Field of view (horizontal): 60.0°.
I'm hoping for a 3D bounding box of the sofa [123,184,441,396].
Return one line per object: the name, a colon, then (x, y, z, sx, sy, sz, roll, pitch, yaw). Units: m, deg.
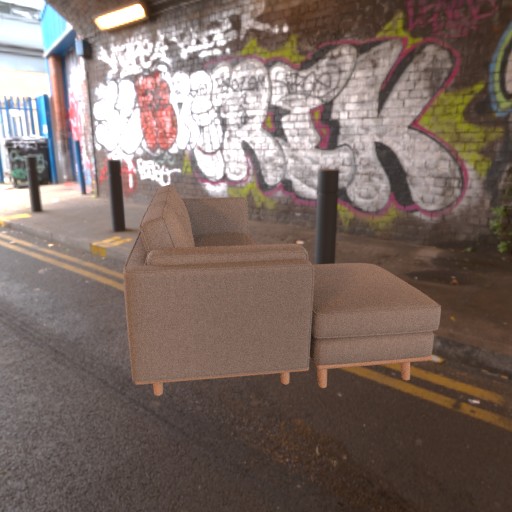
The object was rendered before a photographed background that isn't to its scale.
sofa: (0.000, 0.000, 3.269, 1.604, 0.929, 2.411, -2, 14, -9)
